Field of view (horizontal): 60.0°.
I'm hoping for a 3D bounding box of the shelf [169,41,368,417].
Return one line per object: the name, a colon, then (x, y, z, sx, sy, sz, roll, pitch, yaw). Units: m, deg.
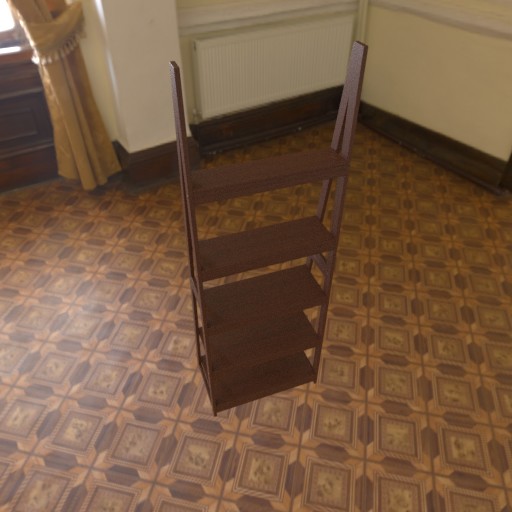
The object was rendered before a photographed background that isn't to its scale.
shelf: (0.000, 0.000, 1.957, 0.600, 1.770, 0.350, -13, 42, -15)
